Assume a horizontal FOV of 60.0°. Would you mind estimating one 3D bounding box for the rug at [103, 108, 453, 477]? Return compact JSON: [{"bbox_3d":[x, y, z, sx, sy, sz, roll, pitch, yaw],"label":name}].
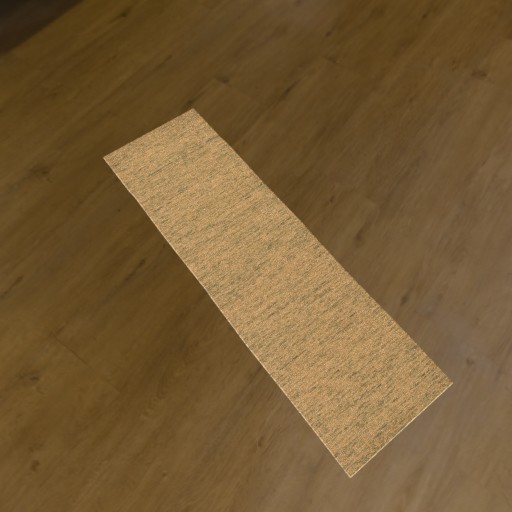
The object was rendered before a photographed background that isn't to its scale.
[{"bbox_3d":[0.000,0.000,2.495,0.700,0.014,2.290,-34,68,-16],"label":"rug"}]
